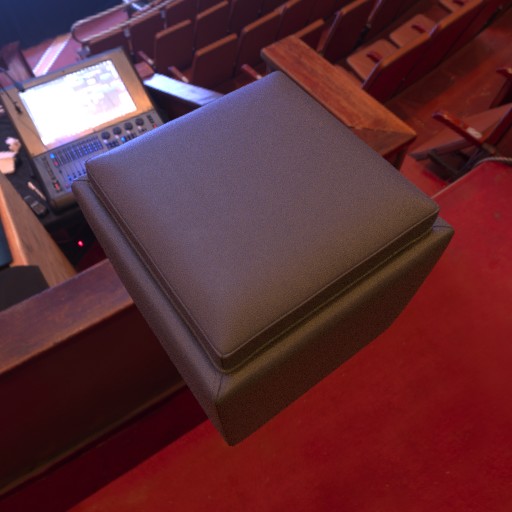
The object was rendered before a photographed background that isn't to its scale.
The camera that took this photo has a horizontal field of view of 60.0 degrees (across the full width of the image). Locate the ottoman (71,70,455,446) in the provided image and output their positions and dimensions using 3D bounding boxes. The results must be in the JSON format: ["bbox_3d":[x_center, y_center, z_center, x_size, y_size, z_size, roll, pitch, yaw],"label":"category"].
[{"bbox_3d":[0.000,0.000,0.822,0.450,0.460,0.451,-32,64,-18],"label":"ottoman"}]
